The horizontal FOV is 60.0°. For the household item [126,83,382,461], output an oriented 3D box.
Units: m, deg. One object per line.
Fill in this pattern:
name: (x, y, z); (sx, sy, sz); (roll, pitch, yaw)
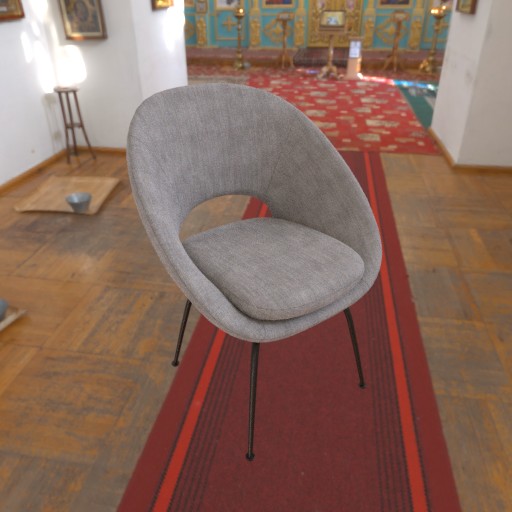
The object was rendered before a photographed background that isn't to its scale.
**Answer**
household item: (0.000, 0.000, 1.275); (0.643, 0.869, 0.587); (-20, 35, -31)
